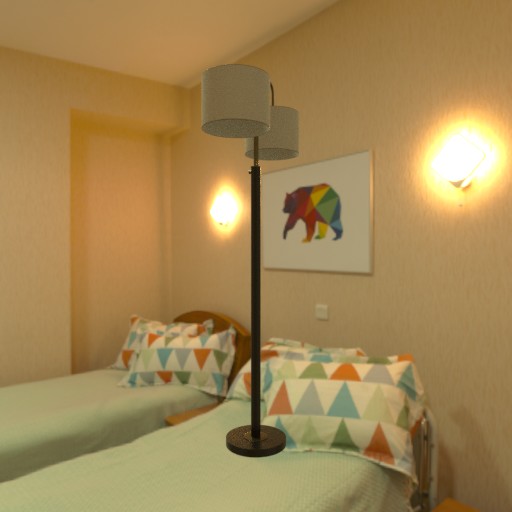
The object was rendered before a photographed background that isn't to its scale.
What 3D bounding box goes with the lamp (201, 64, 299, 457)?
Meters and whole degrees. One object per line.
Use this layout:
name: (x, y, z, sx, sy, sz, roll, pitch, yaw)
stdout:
lamp: (0.000, 0.000, 1.866, 0.254, 1.587, 0.711, 0, 1, 19)
